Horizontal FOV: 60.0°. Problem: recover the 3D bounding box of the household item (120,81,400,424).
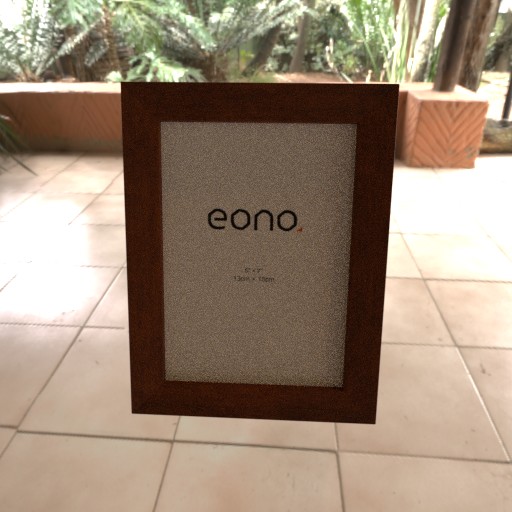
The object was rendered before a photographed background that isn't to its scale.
[{"bbox_3d":[0.000,0.000,0.285,0.160,0.204,0.096,2,29,3],"label":"household item"}]
